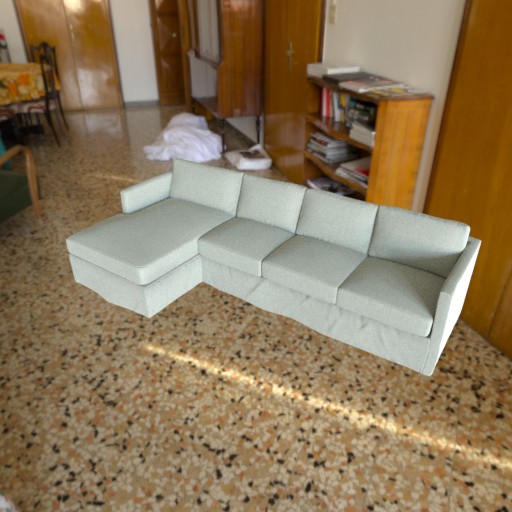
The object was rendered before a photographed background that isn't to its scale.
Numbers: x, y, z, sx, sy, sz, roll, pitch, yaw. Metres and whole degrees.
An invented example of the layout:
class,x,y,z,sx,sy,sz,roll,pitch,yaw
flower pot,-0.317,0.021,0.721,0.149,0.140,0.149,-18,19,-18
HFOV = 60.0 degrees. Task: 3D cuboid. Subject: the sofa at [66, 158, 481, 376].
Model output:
class,x,y,z,sx,sy,sz,roll,pitch,yaw
sofa,0.000,0.000,3.816,3.205,0.922,1.650,19,35,29
